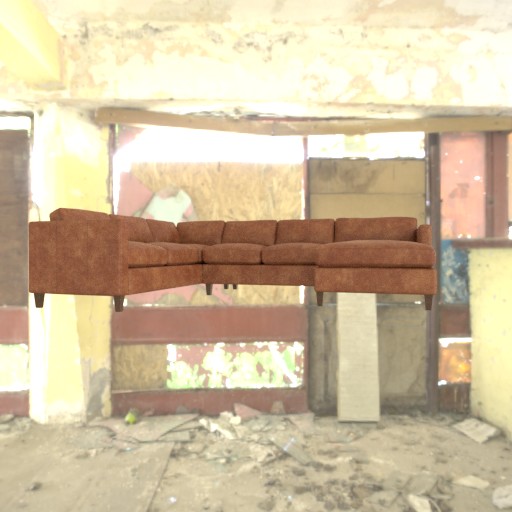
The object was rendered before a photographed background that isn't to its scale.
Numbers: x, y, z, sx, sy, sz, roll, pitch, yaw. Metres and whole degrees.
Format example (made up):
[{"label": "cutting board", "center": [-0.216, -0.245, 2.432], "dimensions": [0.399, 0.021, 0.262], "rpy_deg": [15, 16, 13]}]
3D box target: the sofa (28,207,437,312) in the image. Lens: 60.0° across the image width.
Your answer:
[{"label": "sofa", "center": [0.000, 0.000, 4.447], "dimensions": [3.324, 0.888, 2.452], "rpy_deg": [0, 0, 18]}]
